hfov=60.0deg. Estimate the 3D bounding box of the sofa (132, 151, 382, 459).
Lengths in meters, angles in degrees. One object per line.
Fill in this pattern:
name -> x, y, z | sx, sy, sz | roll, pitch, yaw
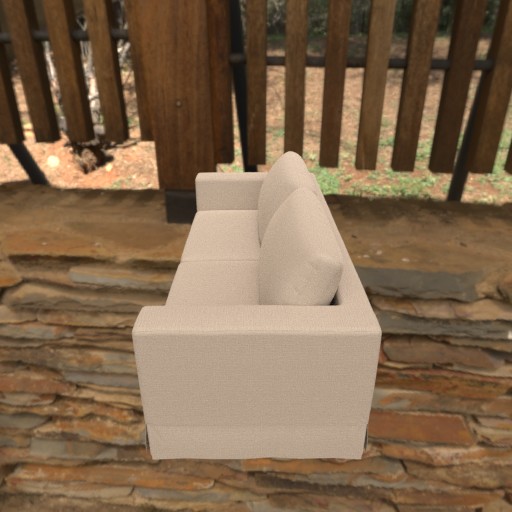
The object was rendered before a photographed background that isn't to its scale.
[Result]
sofa -> 0.000, 0.000, 2.676 | 0.954, 0.881, 2.163 | 0, 26, 0
